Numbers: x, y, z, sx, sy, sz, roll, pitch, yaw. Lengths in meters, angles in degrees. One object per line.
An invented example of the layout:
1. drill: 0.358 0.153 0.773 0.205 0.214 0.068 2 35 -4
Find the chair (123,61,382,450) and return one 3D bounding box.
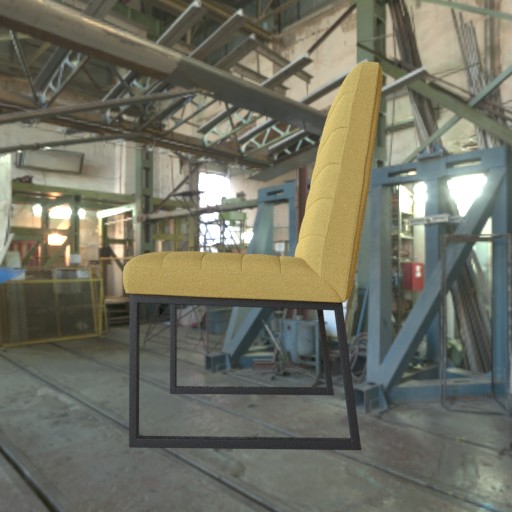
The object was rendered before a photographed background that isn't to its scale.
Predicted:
1. chair: 0.000 0.000 1.296 0.634 0.930 0.520 0 -1 2
